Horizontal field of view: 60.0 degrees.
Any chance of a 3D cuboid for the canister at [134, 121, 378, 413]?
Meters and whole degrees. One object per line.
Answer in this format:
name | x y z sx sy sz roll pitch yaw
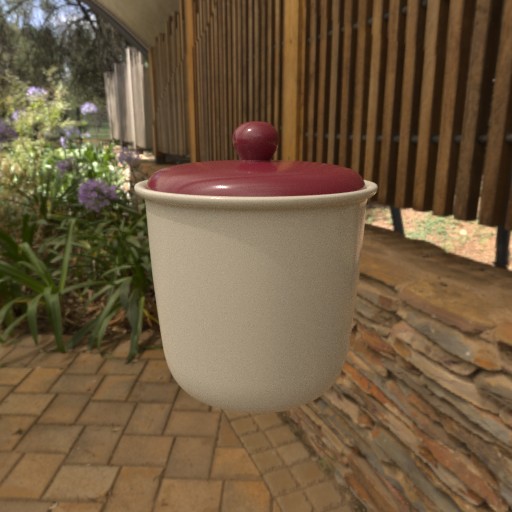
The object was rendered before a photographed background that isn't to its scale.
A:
canister | 0.000 0.000 0.357 0.182 0.208 0.182 0 15 0
